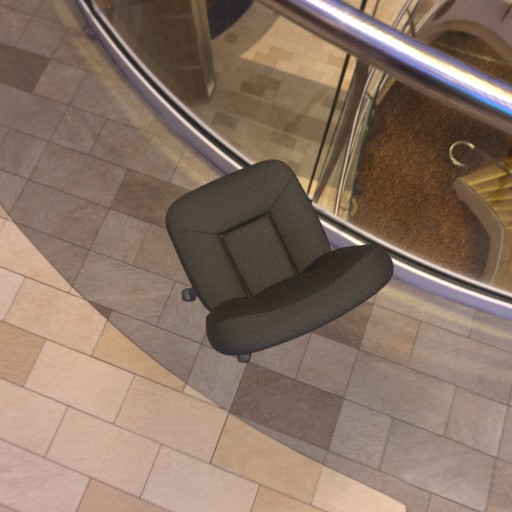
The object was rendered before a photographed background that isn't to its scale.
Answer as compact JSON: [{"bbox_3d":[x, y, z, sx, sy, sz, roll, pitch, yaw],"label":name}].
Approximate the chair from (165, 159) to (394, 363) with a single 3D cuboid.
[{"bbox_3d":[0.000,0.000,1.414,0.610,0.972,0.610,-25,76,-7],"label":"chair"}]
